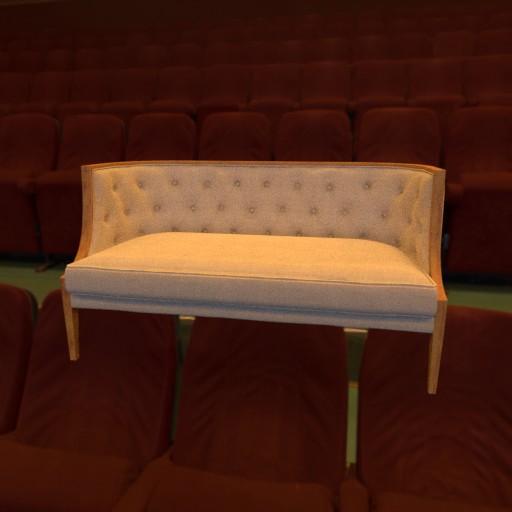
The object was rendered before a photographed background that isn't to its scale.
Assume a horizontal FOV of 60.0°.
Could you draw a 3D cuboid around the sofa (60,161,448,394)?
[{"bbox_3d":[0.000,0.000,1.945,1.474,0.775,0.770,3,15,10],"label":"sofa"}]
